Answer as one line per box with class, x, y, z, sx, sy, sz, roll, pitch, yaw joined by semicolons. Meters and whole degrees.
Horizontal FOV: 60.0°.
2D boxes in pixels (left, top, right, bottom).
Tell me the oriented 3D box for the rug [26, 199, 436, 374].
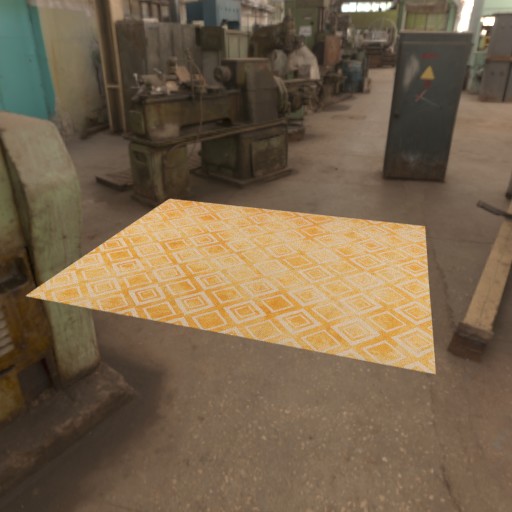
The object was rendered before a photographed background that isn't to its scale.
rug;0.000;0.000;4.115;3.037;0.011;2.433;8;27;15
